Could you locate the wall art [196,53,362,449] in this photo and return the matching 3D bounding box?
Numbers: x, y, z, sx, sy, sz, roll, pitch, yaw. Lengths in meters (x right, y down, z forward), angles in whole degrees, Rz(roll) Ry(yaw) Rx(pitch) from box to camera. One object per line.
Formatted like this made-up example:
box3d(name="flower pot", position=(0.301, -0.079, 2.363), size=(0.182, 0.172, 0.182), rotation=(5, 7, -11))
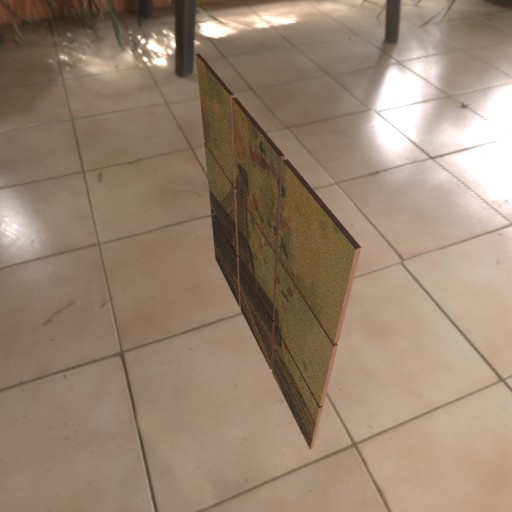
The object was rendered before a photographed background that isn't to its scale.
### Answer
box3d(name="wall art", position=(0.000, 0.000, 1.905), size=(0.017, 1.246, 1.256), rotation=(-17, 48, -16))
